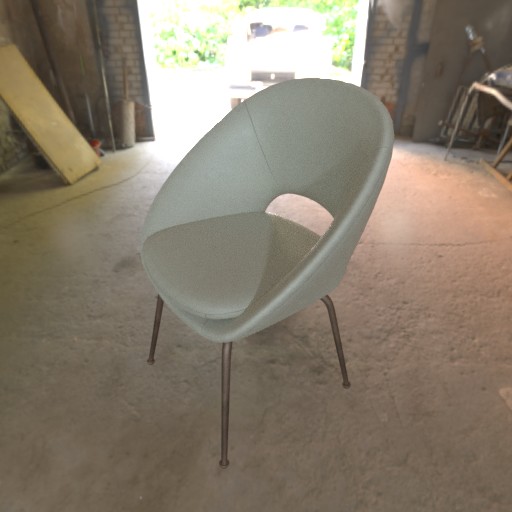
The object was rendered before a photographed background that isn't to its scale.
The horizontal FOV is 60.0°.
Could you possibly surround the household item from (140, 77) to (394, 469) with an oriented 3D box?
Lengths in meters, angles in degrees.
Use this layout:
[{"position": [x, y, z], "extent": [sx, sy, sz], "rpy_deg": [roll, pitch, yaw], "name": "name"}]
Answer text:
[{"position": [0.000, 0.000, 1.215], "extent": [0.573, 0.852, 0.623], "rpy_deg": [-21, 38, -30], "name": "household item"}]
